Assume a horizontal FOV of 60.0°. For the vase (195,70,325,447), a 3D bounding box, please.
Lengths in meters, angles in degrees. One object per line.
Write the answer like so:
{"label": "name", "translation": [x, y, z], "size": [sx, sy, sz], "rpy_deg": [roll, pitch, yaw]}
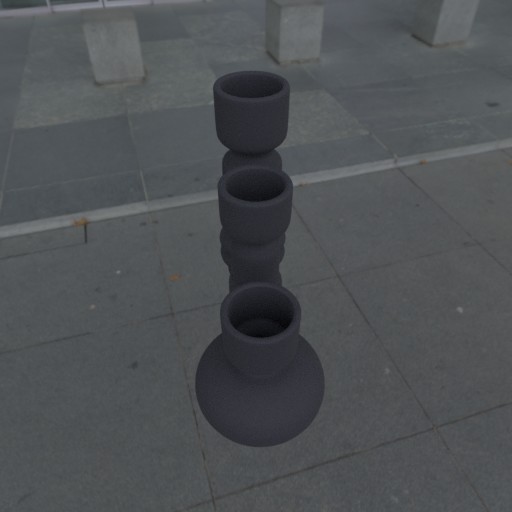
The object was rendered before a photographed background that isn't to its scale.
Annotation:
{"label": "vase", "translation": [0.000, 0.000, 0.433], "size": [0.120, 0.249, 0.307], "rpy_deg": [-2, 43, -2]}
